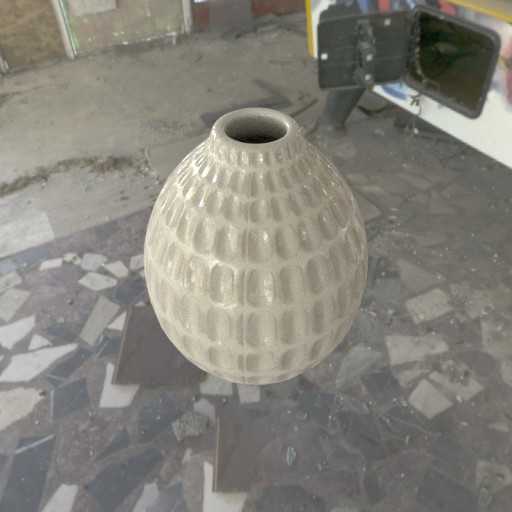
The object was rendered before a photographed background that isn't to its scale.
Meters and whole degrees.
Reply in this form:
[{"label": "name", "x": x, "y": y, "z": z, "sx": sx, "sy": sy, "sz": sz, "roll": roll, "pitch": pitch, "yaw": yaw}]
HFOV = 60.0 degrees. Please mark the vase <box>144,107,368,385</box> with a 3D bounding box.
[{"label": "vase", "x": 0.000, "y": 0.000, "z": 0.259, "sx": 0.128, "sy": 0.167, "sz": 0.128, "roll": 0, "pitch": 45, "yaw": 0}]
